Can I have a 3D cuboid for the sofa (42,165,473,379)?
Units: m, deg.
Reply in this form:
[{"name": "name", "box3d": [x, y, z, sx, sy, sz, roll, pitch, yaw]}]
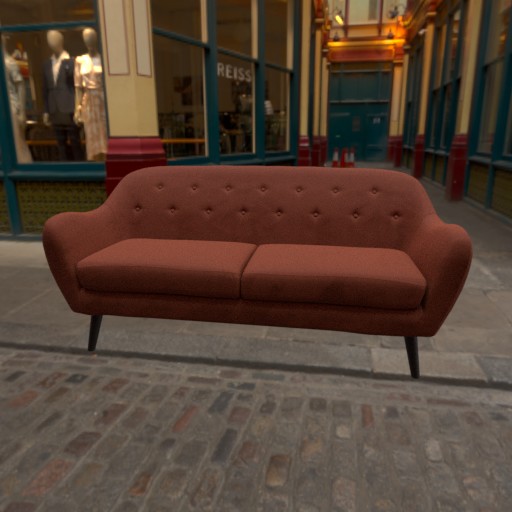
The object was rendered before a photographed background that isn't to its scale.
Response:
[{"name": "sofa", "box3d": [0.000, 0.000, 2.240, 1.840, 0.836, 0.820, 3, 16, 9]}]
